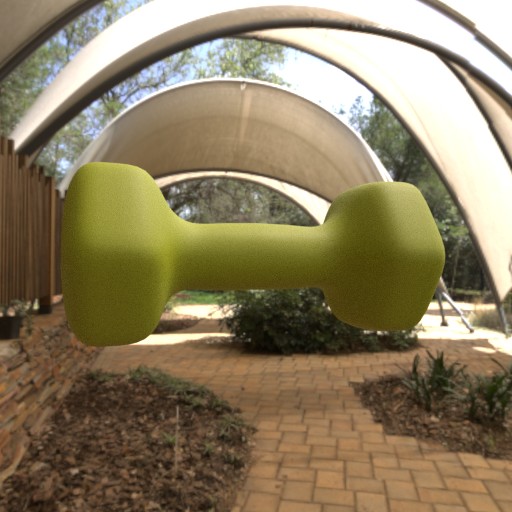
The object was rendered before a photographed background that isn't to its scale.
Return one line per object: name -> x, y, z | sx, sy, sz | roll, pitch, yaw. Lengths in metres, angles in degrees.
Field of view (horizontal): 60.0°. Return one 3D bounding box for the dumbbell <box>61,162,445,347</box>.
dumbbell -> 0.000, 0.000, 0.204 | 0.164, 0.072, 0.080 | 0, -1, -17
